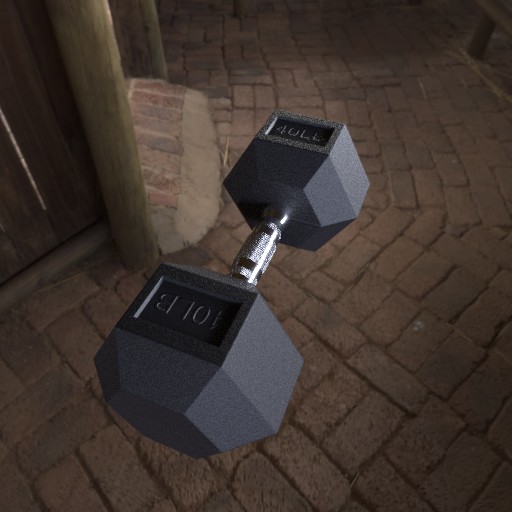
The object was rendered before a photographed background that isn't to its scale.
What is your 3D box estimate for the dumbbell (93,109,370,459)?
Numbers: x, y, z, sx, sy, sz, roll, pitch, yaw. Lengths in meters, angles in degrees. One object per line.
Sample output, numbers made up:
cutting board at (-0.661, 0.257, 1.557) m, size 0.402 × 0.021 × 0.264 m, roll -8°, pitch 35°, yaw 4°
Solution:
dumbbell at (0.000, 0.000, 0.432) m, size 0.157 × 0.137 × 0.361 m, roll 17°, pitch 49°, yaw 15°
